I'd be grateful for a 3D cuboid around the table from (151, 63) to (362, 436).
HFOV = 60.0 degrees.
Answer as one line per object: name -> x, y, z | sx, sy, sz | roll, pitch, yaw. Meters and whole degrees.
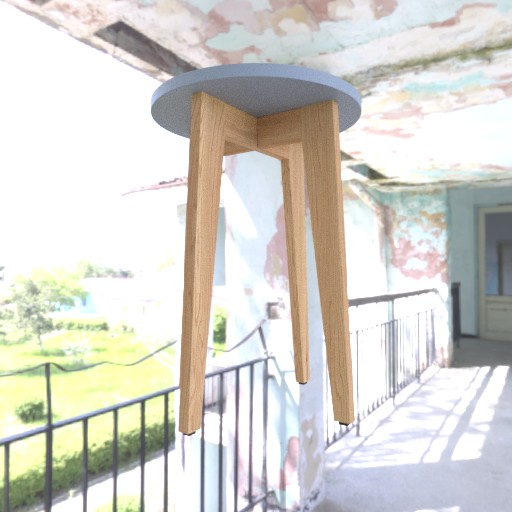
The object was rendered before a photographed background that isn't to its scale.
table -> 0.000, 0.000, 0.751 | 0.350, 0.500, 0.350 | 0, -1, 0
